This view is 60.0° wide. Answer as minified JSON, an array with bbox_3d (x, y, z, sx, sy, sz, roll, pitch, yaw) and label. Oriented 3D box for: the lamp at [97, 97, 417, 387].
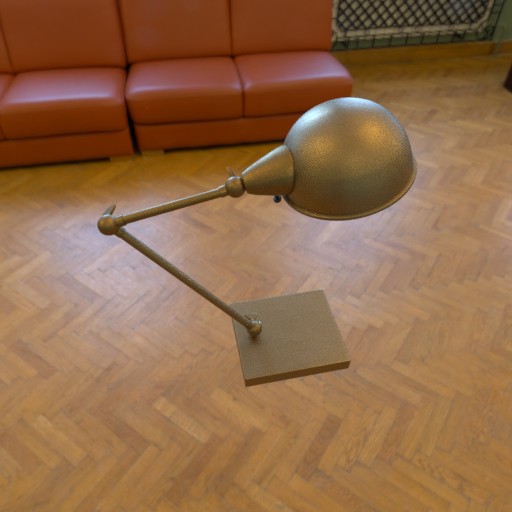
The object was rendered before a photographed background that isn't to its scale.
[{"bbox_3d":[0.000,0.000,0.544,0.339,0.371,0.149,-8,45,-8],"label":"lamp"}]
